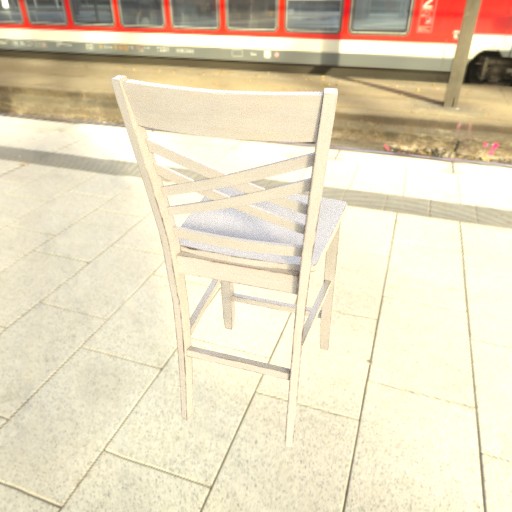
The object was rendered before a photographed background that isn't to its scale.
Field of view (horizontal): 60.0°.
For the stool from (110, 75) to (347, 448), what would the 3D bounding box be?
[{"bbox_3d":[0.000,0.000,1.332,0.462,1.079,0.539,9,33,15],"label":"stool"}]
